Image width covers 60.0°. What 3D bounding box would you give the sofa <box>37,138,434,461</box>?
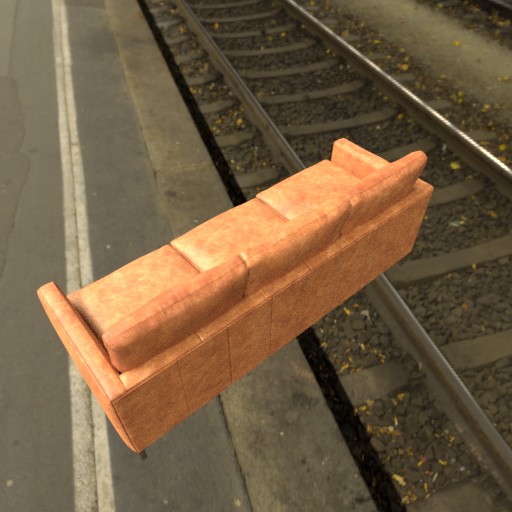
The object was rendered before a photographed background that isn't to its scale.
[{"bbox_3d":[0.000,0.000,2.365,2.029,0.863,0.748,-31,53,-27],"label":"sofa"}]
